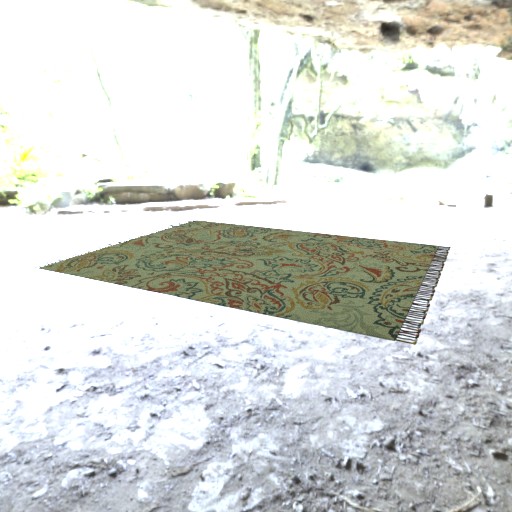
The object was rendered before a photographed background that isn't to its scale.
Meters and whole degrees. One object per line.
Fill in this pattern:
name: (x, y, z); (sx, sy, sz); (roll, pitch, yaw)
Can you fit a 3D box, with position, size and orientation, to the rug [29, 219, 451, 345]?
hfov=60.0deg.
rug: (0.000, 0.000, 4.254); (3.274, 0.015, 2.439); (8, 18, 26)
